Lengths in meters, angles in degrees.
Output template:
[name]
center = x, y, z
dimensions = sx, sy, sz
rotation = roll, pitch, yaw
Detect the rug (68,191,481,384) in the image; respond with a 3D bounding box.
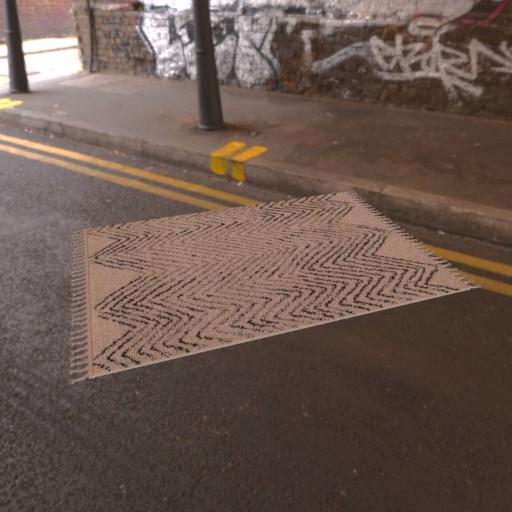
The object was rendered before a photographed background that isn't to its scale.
[rug]
center = 0.000, 0.000, 2.320
dimensions = 1.847, 0.014, 1.230
rotation = -10, 32, -16
